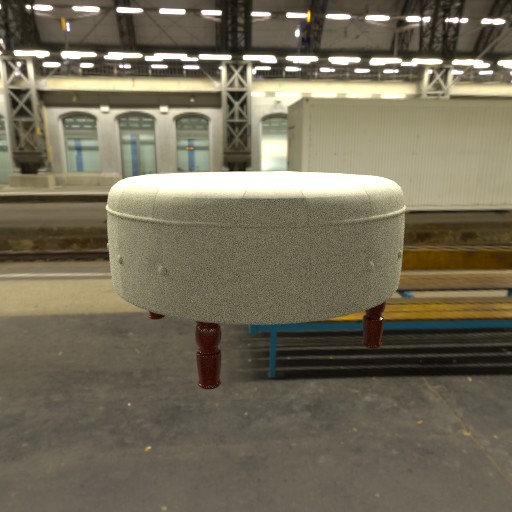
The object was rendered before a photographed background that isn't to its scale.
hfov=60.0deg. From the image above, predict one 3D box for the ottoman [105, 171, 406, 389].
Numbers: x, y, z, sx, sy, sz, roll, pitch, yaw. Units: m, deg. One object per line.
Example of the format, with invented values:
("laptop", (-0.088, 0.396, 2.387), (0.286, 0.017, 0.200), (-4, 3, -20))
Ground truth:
("ottoman", (0.000, 0.000, 1.355), (0.850, 0.483, 0.850), (0, 13, 0))
